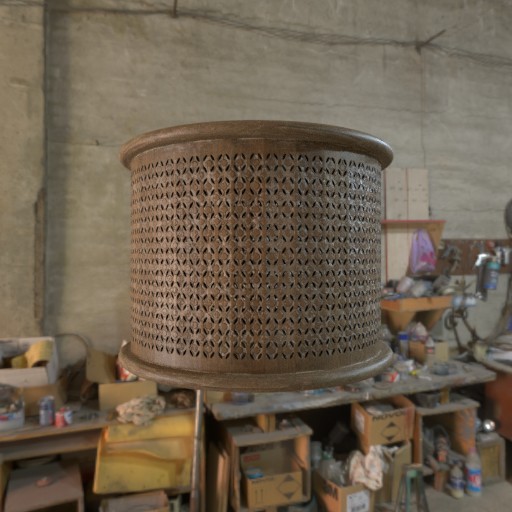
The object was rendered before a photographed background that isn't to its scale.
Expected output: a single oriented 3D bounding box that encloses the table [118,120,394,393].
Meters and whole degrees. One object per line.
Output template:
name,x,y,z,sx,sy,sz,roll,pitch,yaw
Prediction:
table,0.000,0.000,1.023,0.607,0.450,0.607,0,0,0
